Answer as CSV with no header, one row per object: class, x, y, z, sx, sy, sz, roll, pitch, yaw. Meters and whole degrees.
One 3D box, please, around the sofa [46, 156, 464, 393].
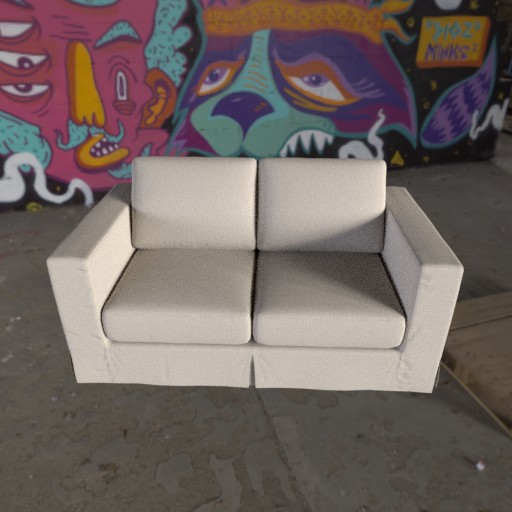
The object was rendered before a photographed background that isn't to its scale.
sofa,0.000,0.000,2.403,1.813,0.932,1.009,1,29,2
